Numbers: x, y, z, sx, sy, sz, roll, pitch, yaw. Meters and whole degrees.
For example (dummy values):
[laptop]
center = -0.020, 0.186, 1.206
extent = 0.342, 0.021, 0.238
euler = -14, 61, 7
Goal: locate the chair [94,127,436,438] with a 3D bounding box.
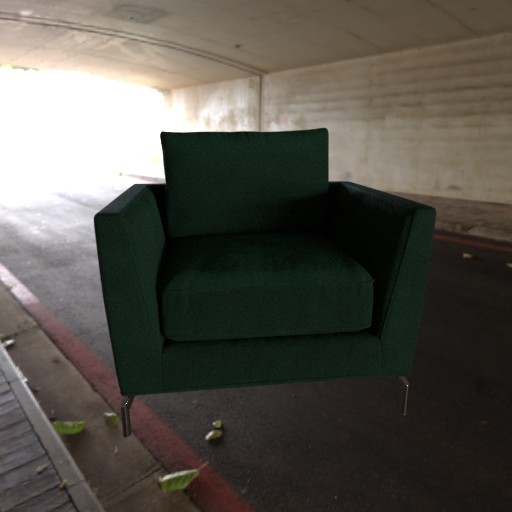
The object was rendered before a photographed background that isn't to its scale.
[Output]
[chair]
center = 0.000, 0.000, 1.778
extent = 1.047, 0.997, 0.852
euler = -2, 15, -7
